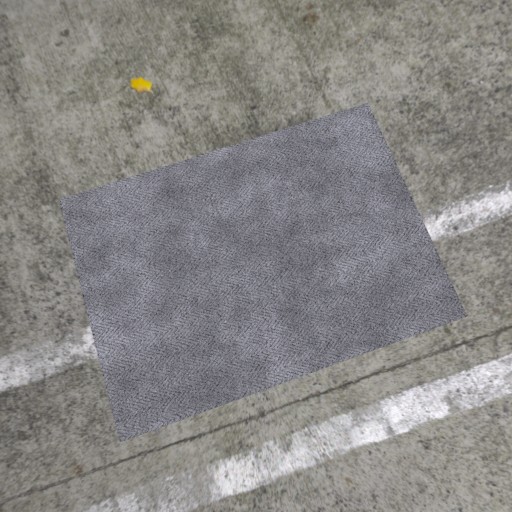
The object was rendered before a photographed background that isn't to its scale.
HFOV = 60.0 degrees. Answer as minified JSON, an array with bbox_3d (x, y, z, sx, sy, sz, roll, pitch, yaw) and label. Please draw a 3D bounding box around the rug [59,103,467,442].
[{"bbox_3d":[0.000,0.000,2.863,2.235,0.008,1.600,-19,76,-5],"label":"rug"}]
